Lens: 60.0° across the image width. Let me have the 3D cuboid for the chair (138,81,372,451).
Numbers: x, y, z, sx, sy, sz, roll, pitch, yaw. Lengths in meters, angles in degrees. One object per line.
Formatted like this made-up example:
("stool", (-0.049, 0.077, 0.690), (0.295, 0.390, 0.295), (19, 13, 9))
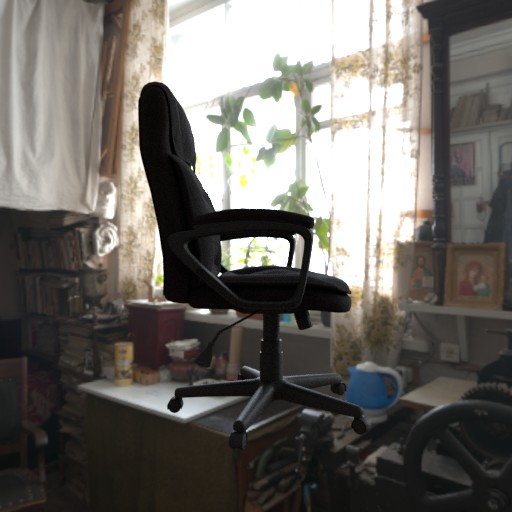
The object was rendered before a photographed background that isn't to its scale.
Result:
("chair", (0.000, 0.000, 1.572), (0.724, 1.105, 0.667), (0, 1, 0))
